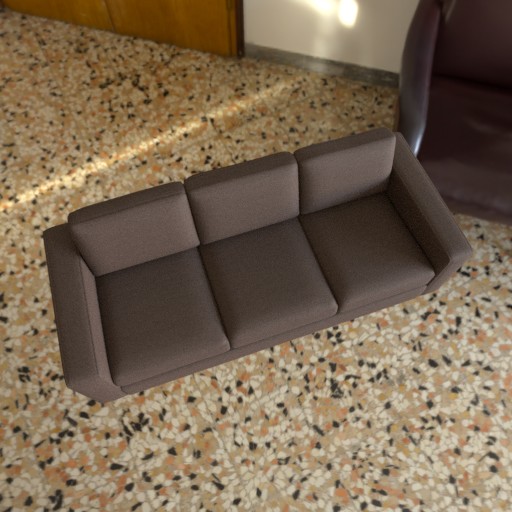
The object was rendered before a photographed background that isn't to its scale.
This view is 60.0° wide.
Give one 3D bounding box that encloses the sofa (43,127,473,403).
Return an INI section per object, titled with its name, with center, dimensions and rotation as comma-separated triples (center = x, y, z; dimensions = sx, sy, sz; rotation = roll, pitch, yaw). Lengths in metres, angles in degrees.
[sofa]
center = 0.000, 0.000, 2.529
dimensions = 2.160, 0.806, 0.900
rotation = -17, 65, -8
